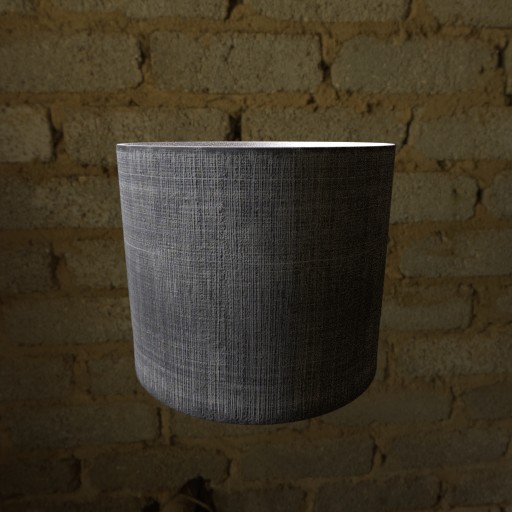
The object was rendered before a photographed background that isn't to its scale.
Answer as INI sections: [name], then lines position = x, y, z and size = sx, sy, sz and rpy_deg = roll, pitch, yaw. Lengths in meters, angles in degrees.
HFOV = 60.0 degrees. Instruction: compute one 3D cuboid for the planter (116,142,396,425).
[planter]
position = 0.000, 0.000, 0.449
size = 0.254, 0.221, 0.254
rpy_deg = 0, 15, 0
